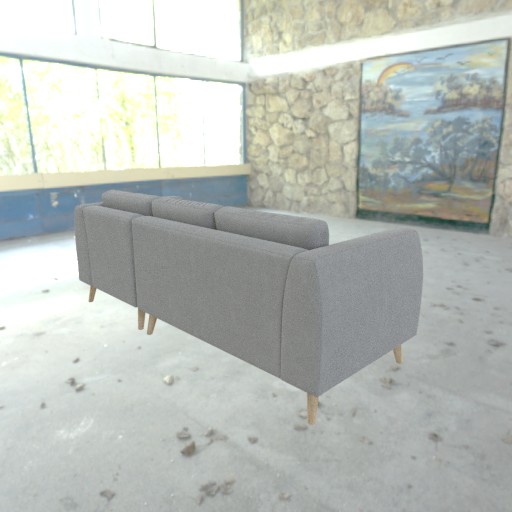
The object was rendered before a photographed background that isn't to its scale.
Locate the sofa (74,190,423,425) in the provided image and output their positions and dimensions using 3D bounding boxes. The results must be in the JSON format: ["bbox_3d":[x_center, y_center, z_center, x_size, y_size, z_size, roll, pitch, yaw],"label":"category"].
[{"bbox_3d":[0.000,0.000,3.061,1.580,0.860,2.300,-14,19,-43],"label":"sofa"}]
